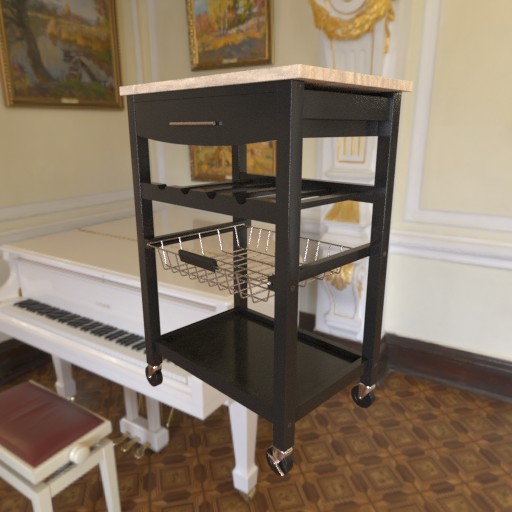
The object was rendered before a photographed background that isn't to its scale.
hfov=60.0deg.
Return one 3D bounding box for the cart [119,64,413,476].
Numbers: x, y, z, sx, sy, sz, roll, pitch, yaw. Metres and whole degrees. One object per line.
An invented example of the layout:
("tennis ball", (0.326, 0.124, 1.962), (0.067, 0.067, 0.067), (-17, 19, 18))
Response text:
("cart", (0.000, 0.000, 1.158), (0.584, 0.839, 0.403), (15, 22, 42))
